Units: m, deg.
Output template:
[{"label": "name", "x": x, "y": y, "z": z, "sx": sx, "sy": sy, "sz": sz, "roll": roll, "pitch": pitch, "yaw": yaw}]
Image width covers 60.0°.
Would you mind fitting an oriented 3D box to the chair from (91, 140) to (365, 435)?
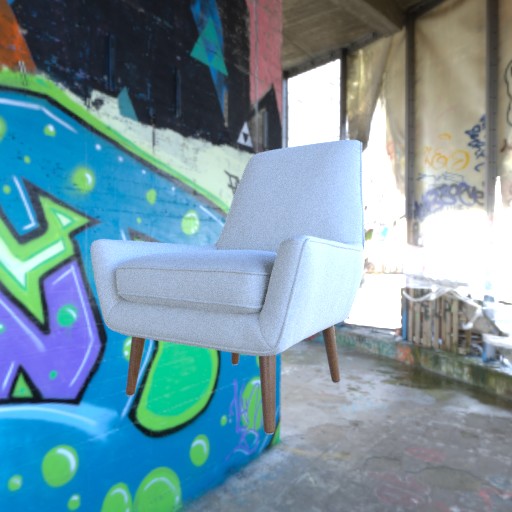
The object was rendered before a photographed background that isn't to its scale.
[{"label": "chair", "x": 0.000, "y": 0.000, "z": 1.531, "sx": 0.787, "sy": 0.888, "sz": 0.822, "roll": 0, "pitch": 1, "yaw": 34}]
